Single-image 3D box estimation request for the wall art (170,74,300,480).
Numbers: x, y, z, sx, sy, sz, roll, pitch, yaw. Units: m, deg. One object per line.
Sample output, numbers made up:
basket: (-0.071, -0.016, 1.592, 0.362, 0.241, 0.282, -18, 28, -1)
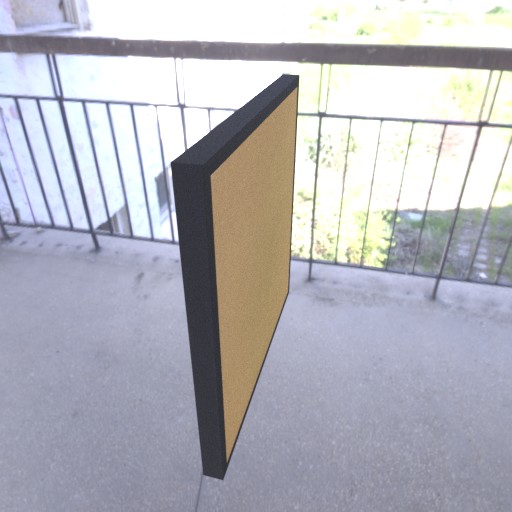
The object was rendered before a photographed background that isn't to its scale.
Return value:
wall art: (0.000, 0.000, 0.765, 0.033, 0.507, 0.508, 8, 32, 13)
